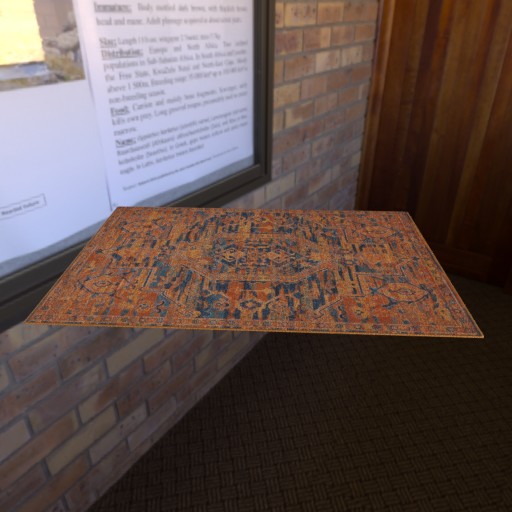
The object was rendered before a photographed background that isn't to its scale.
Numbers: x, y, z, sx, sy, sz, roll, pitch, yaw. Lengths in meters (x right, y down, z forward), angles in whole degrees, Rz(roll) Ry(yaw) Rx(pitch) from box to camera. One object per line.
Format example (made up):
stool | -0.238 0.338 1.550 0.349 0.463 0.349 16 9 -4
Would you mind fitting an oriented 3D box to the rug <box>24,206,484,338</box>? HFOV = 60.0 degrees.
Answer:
rug | 0.000 0.000 2.186 1.758 0.013 1.148 1 30 2
